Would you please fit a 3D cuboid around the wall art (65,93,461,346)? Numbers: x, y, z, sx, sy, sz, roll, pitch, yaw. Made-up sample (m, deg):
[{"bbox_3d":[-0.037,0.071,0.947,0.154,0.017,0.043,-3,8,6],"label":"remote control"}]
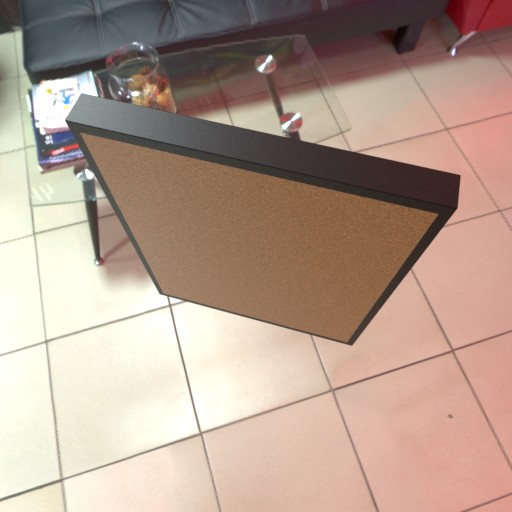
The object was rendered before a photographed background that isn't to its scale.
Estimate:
[{"bbox_3d":[0.000,0.000,0.492,0.294,0.369,0.030,14,65,7],"label":"wall art"}]
